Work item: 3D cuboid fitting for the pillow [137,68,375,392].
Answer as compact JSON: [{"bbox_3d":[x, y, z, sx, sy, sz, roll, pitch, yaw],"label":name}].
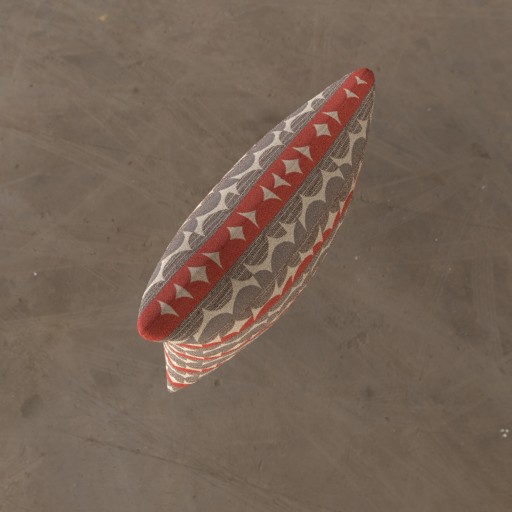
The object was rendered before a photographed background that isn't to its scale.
[{"bbox_3d":[0.000,0.000,0.644,0.180,0.410,0.420,32,67,16],"label":"pillow"}]
